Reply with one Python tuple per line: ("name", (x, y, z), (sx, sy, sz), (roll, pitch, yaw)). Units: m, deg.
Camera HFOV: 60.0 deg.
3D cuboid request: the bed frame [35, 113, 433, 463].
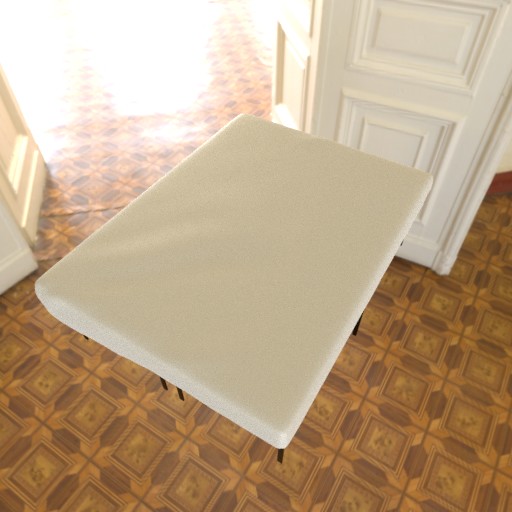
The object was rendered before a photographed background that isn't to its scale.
("bed frame", (0.000, 0.000, 2.887), (1.584, 0.667, 2.151), (25, 52, 21))
